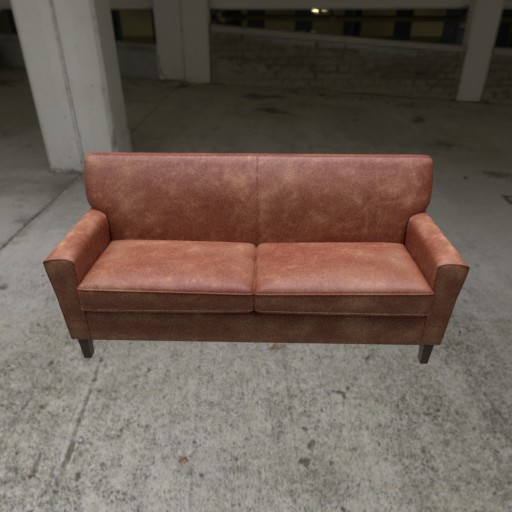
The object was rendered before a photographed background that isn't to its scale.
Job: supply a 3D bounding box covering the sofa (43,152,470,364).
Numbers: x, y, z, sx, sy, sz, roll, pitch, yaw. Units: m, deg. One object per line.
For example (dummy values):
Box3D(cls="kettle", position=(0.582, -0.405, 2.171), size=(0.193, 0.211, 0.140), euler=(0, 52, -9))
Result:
Box3D(cls="sofa", position=(0.000, 0.000, 2.510), size=(2.053, 0.947, 0.805), euler=(1, 30, 1))
